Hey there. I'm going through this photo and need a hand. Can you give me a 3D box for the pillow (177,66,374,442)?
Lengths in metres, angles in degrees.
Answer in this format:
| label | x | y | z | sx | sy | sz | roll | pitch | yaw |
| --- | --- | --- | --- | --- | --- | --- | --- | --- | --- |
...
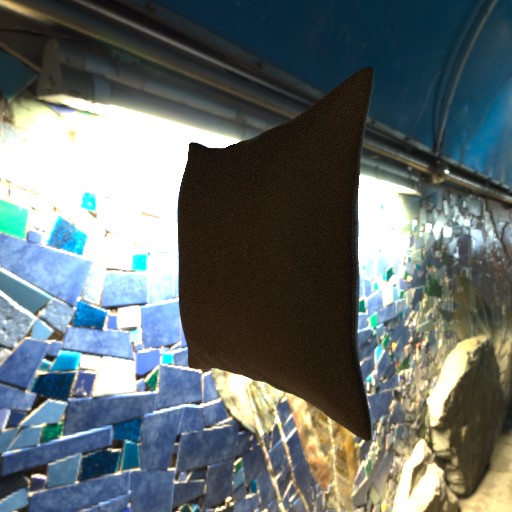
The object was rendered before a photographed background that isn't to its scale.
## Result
| label | x | y | z | sx | sy | sz | roll | pitch | yaw |
| --- | --- | --- | --- | --- | --- | --- | --- | --- | --- |
| pillow | 0.000 | 0.000 | 0.693 | 0.168 | 0.443 | 0.453 | 0 | 1 | -36 |
